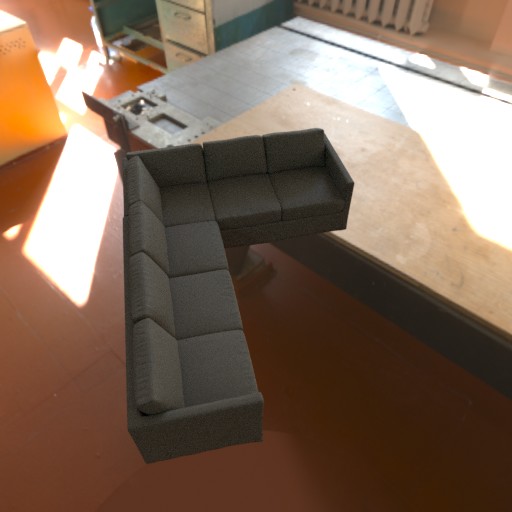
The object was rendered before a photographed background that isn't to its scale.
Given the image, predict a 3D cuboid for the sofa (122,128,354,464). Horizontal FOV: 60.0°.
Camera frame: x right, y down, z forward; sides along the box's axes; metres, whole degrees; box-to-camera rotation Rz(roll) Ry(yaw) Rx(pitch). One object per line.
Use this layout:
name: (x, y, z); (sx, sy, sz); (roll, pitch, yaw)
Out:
sofa: (0.000, 0.000, 4.316); (2.432, 0.871, 3.182); (-9, 48, -8)
